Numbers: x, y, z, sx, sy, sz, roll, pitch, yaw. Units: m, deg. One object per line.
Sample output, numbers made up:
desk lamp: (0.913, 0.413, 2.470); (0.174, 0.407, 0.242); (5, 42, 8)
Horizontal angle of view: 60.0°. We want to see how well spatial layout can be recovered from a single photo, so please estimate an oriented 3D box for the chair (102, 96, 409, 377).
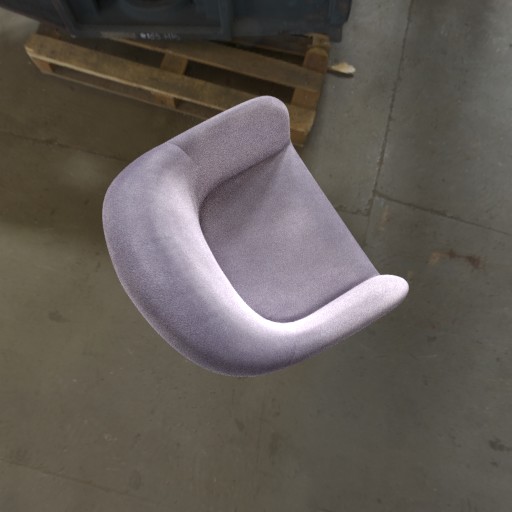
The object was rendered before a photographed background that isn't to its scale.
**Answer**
chair: (0.000, 0.000, 1.149); (0.540, 0.780, 0.570); (-30, 78, -7)
